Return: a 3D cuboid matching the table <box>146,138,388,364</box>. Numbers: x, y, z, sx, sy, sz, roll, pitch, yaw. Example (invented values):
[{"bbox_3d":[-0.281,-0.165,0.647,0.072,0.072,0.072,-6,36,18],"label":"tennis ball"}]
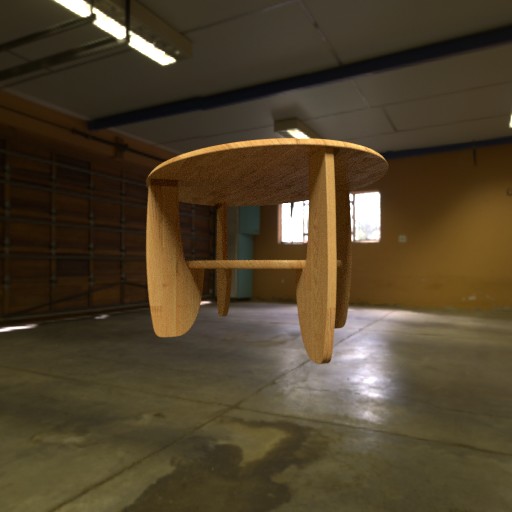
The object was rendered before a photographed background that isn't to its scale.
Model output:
[{"bbox_3d":[0.000,0.000,1.431,0.690,0.490,1.040,0,-1,-18],"label":"table"}]
